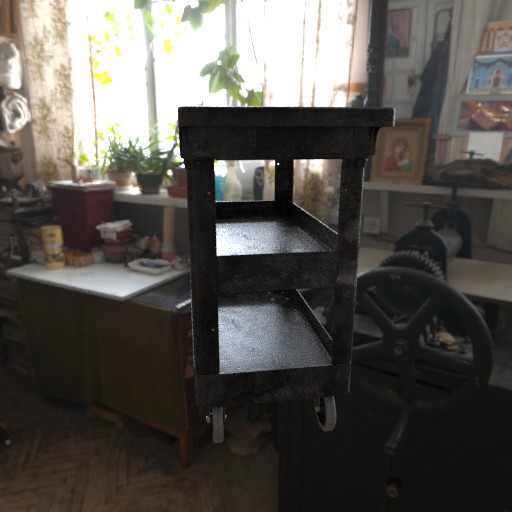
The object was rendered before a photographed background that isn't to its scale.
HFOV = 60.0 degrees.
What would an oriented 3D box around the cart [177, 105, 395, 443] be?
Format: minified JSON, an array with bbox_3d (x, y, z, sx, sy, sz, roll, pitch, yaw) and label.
[{"bbox_3d":[0.000,0.000,1.345,0.420,0.824,0.877,-2,16,-8],"label":"cart"}]
